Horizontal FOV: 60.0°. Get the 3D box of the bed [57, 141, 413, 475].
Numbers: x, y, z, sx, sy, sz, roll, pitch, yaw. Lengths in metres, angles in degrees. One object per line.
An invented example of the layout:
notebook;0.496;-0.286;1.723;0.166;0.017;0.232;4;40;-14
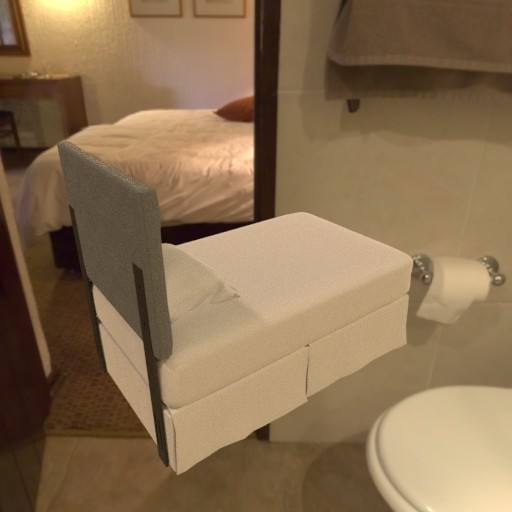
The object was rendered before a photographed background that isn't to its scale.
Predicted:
bed;0.000;0.000;2.958;1.997;1.571;1.261;-18;31;-33
